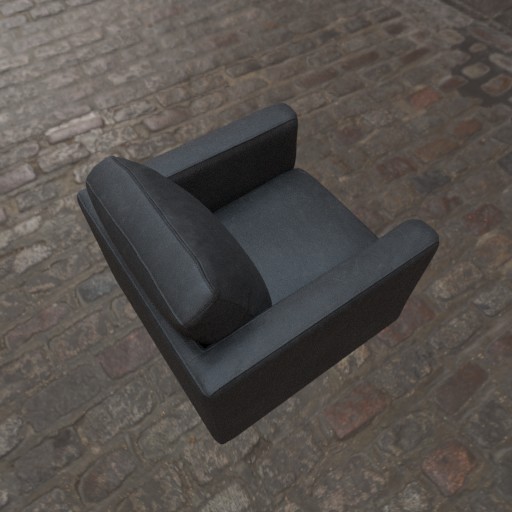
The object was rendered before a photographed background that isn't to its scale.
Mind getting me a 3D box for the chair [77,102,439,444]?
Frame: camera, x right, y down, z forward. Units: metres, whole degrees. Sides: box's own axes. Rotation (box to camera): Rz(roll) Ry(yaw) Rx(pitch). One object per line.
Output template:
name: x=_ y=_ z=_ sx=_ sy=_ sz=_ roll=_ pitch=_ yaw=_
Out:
chair: x=0.000 y=0.000 z=1.576 sx=0.879 sy=0.898 sz=0.831 roll=-30 pitch=61 yaw=-19
